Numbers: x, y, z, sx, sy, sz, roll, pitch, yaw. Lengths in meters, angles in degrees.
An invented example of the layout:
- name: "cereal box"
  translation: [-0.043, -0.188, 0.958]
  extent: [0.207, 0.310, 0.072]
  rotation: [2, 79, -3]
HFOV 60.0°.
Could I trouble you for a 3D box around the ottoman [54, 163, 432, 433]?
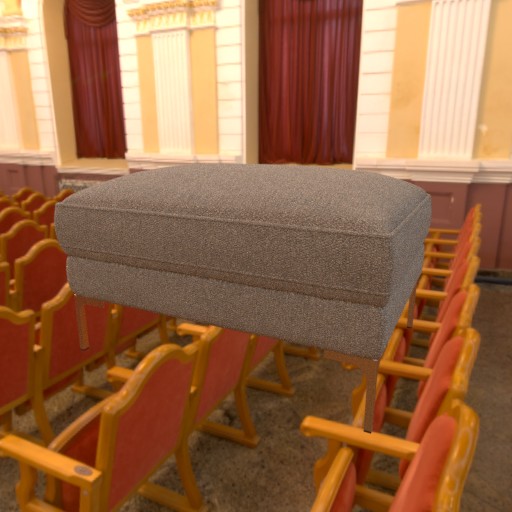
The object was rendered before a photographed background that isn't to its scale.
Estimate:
- name: "ottoman"
  translation: [0.000, 0.000, 1.156]
  extent: [0.785, 0.464, 0.583]
  rotation: [8, 17, 26]
